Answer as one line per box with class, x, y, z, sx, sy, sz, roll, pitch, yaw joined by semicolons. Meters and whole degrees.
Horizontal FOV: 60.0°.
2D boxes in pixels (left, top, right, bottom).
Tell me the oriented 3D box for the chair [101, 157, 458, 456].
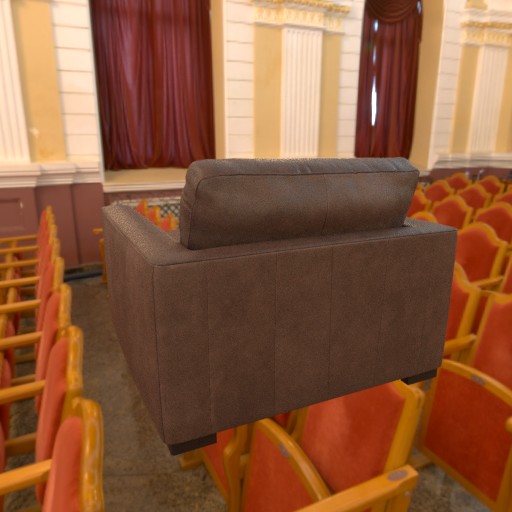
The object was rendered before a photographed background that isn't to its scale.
chair;0.000;0.000;1.793;1.100;0.812;1.069;-7;16;-24
